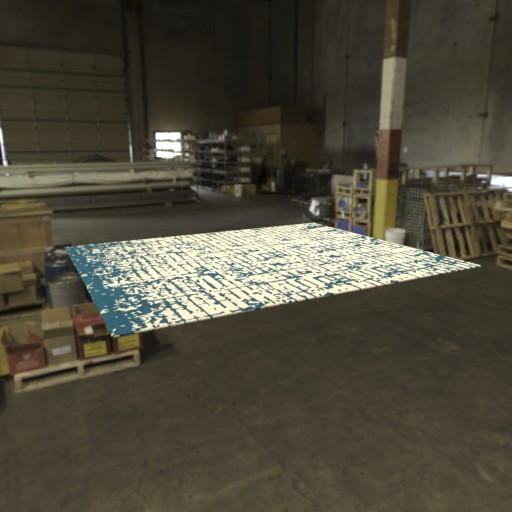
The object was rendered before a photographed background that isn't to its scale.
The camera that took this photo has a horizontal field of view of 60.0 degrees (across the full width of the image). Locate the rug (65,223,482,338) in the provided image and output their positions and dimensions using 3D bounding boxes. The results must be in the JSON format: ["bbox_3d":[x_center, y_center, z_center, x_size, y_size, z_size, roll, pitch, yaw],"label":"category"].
[{"bbox_3d":[0.000,0.000,4.064,3.017,0.014,2.416,-7,16,-27],"label":"rug"}]
